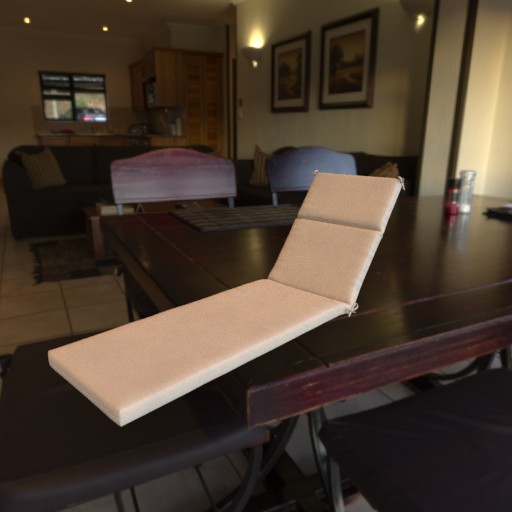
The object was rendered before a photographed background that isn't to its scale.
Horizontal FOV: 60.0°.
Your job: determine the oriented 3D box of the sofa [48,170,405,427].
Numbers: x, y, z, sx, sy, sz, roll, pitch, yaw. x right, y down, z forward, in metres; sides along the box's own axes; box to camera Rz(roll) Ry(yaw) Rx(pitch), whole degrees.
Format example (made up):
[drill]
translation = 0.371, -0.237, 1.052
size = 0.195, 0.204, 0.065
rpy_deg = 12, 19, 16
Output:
[sofa]
translation = 0.000, 0.000, 1.941
size = 0.582, 0.622, 1.663
rpy_deg = 15, 21, 42
